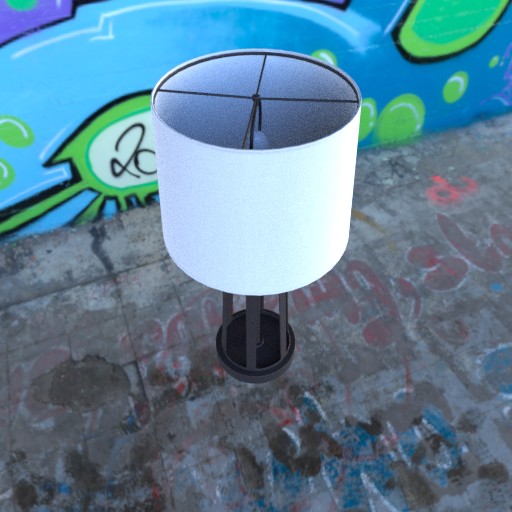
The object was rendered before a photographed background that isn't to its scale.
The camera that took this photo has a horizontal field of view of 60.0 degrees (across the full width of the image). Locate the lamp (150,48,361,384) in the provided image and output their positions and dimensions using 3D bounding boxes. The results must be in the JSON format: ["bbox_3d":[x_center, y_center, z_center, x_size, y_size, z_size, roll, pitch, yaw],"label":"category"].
[{"bbox_3d":[0.000,0.000,0.654,0.251,0.509,0.251,0,47,0],"label":"lamp"}]
